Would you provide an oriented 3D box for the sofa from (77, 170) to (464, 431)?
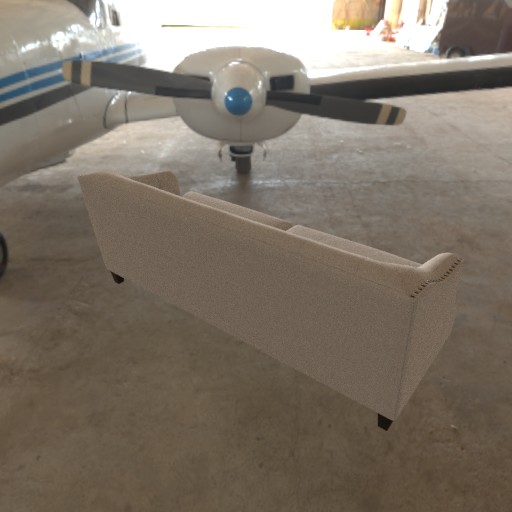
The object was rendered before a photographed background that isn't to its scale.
[{"bbox_3d":[0.000,0.000,2.751,2.235,0.901,0.914,21,36,33],"label":"sofa"}]
